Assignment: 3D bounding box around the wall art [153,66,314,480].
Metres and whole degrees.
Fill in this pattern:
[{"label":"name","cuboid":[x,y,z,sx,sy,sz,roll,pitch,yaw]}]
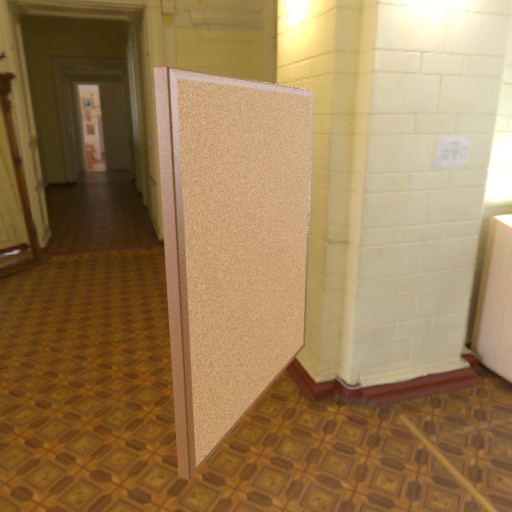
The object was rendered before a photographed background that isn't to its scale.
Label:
[{"label":"wall art","cuboid":[0.000,0.000,0.516,0.015,0.379,0.310,9,19,26]}]
